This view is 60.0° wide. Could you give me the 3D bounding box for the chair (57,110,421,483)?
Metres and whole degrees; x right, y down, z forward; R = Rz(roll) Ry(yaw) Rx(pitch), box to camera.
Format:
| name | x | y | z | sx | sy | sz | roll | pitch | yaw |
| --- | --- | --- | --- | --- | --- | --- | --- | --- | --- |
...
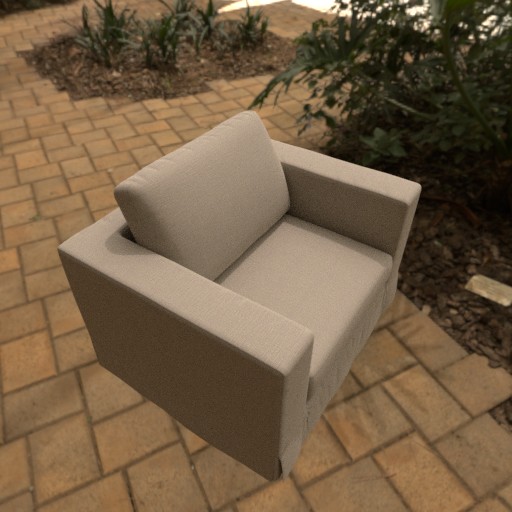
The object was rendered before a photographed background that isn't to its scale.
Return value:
| name | x | y | z | sx | sy | sz | roll | pitch | yaw |
| --- | --- | --- | --- | --- | --- | --- | --- | --- | --- |
| chair | 0.000 | 0.000 | 1.814 | 0.957 | 0.878 | 1.150 | 24 | 46 | 25 |
